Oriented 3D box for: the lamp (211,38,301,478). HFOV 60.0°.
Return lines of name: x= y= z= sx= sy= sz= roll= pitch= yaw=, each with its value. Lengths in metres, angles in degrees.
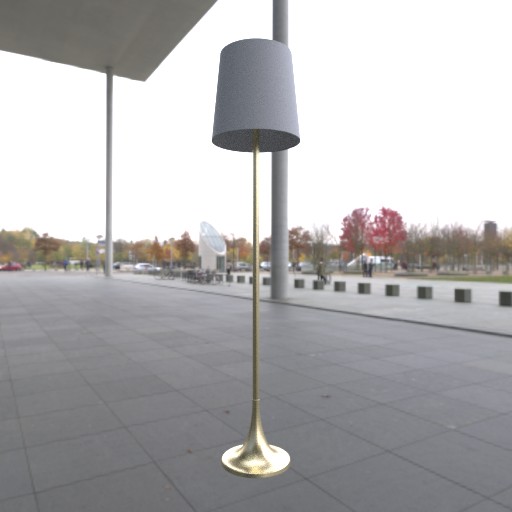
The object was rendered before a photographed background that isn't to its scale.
lamp: x=0.000 y=0.000 z=1.676 sx=0.337 sy=1.543 sz=0.337 roll=0 pitch=-1 yaw=0
